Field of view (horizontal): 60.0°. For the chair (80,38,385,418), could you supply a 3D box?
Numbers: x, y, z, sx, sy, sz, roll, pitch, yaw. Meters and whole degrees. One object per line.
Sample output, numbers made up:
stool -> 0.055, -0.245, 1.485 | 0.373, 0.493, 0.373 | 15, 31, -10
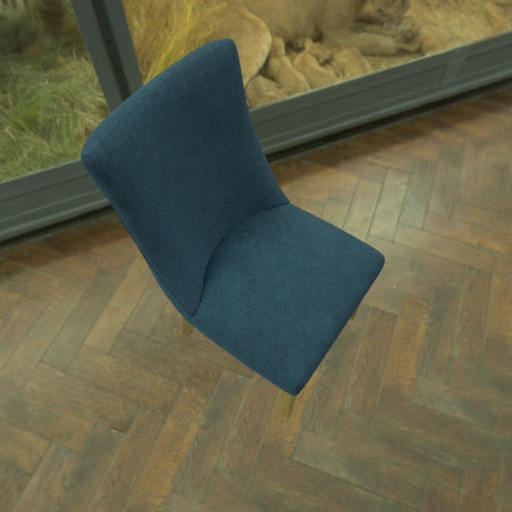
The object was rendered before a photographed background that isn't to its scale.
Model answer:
chair -> 0.000, 0.000, 1.250 | 0.609, 0.902, 0.495 | 32, 64, 18
